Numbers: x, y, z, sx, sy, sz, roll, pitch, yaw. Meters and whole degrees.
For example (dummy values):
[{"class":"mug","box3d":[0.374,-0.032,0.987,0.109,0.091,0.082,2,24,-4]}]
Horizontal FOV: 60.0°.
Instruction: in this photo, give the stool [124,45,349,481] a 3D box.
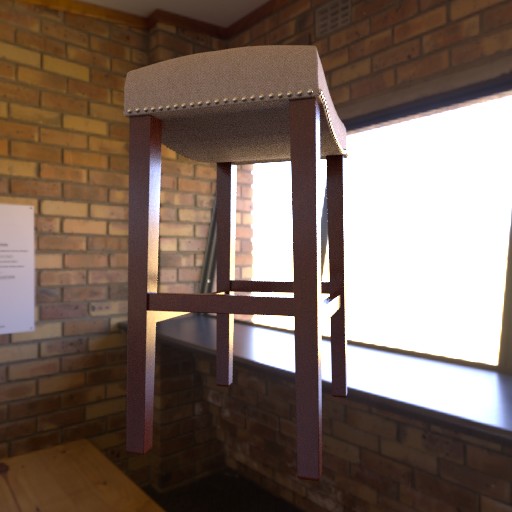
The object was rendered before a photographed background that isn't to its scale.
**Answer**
[{"class":"stool","box3d":[0.000,0.000,1.007,0.372,0.742,0.504,0,0,17]}]
